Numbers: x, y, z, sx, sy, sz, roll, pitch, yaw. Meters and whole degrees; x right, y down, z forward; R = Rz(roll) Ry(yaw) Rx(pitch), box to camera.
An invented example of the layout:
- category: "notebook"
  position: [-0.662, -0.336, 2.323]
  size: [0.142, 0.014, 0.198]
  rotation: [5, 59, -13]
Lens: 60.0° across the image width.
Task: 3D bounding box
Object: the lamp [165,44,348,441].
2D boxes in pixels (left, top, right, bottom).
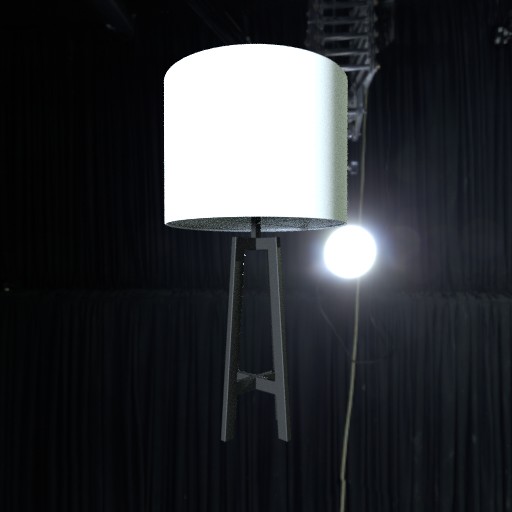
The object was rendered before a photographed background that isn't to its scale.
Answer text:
- category: "lamp"
  position: [0.000, 0.000, 0.633]
  size: [0.257, 0.489, 0.257]
  rotation: [0, -1, 0]
